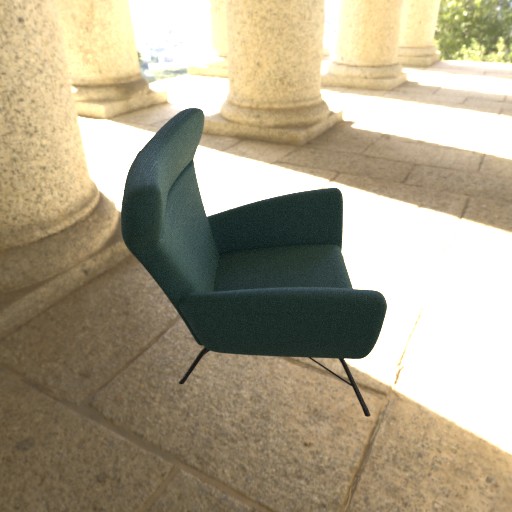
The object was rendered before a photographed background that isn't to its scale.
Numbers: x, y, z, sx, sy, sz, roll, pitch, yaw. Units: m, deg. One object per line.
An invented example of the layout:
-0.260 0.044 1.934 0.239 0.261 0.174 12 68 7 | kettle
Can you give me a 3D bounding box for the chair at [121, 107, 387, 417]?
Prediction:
0.000 0.000 1.809 0.900 0.980 1.050 0 31 0 | chair
